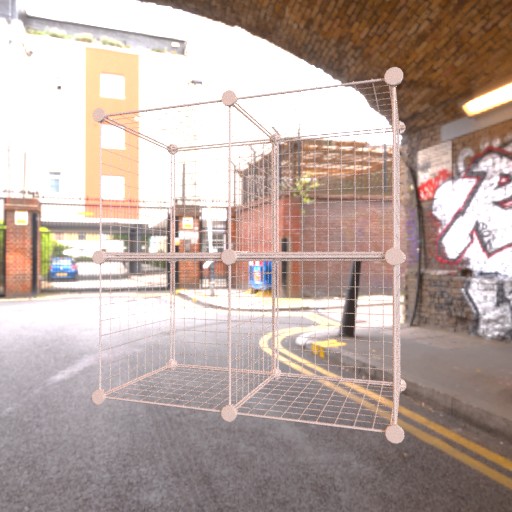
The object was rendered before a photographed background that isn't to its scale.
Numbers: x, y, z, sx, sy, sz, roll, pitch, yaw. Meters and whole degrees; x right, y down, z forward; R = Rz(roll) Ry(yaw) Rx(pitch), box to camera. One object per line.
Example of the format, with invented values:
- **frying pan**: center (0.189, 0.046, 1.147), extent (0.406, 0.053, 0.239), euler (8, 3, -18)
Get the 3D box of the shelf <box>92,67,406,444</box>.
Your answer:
- **shelf**: center (0.000, 0.000, 1.117), extent (0.711, 0.711, 0.356), euler (0, -1, 19)
